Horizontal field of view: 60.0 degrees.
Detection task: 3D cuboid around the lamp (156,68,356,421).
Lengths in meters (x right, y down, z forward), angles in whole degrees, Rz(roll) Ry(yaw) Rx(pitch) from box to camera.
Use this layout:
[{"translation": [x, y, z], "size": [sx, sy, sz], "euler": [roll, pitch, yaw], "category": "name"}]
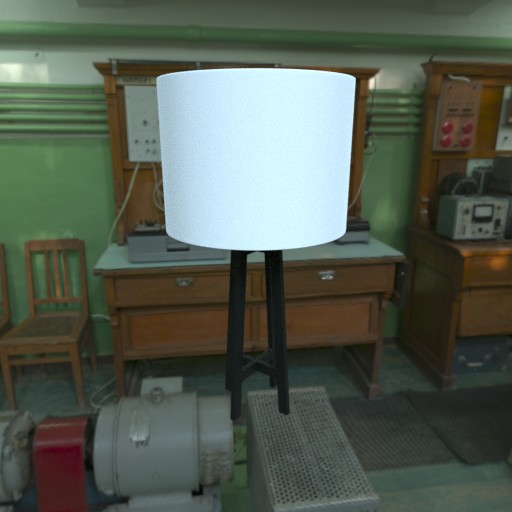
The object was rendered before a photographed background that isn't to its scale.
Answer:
[{"translation": [0.000, 0.000, 0.653], "size": [0.257, 0.489, 0.257], "euler": [-3, 16, -9], "category": "lamp"}]
